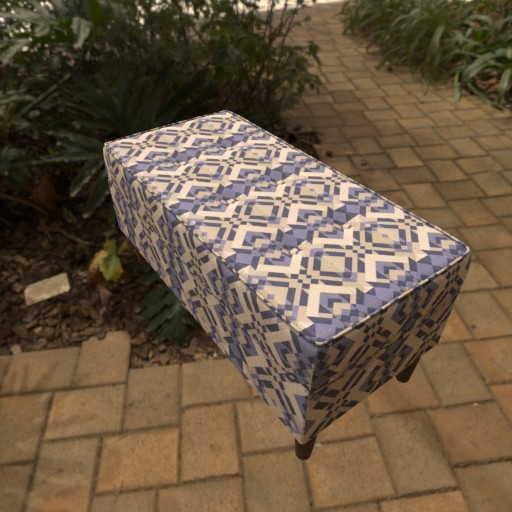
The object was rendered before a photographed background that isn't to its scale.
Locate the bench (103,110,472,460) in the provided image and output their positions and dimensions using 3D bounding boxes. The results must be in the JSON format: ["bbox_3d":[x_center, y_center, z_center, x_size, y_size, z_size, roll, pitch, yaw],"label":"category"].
[{"bbox_3d":[0.000,0.000,1.321,0.492,0.477,1.016,-25,46,-27],"label":"bench"}]
